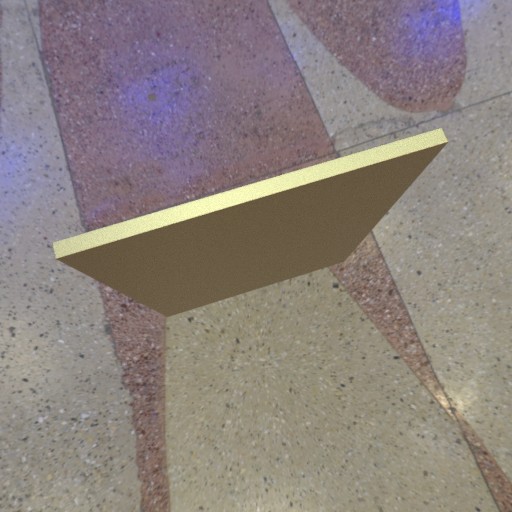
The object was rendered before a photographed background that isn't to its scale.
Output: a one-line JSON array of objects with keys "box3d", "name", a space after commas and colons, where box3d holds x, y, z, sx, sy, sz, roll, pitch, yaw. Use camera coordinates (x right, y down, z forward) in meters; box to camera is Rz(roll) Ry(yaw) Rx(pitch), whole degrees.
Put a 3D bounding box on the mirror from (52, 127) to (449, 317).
[{"box3d": [0.000, 0.000, 1.312, 0.756, 1.023, 0.032, -17, 77, -4], "name": "mirror"}]
